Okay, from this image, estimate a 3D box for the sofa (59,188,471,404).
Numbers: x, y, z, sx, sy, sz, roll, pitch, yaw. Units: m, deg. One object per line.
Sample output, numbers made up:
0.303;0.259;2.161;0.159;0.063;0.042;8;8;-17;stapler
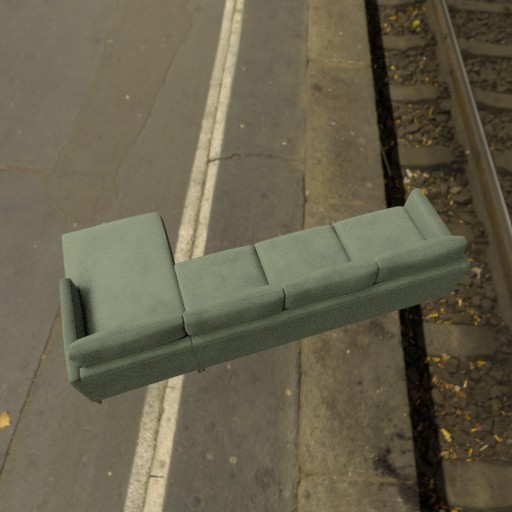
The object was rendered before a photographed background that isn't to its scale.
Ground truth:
0.000;0.000;3.255;2.725;0.756;1.255;-15;59;-9;sofa
